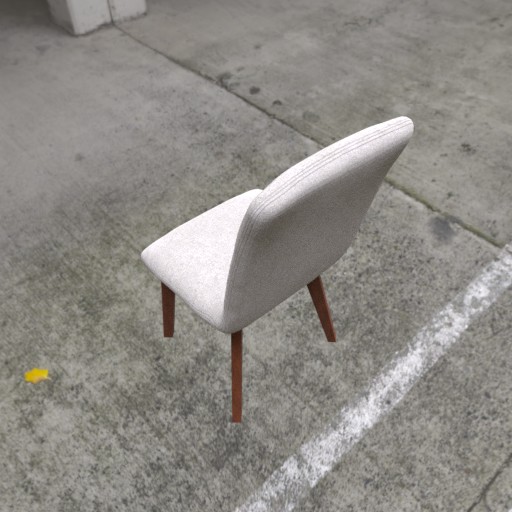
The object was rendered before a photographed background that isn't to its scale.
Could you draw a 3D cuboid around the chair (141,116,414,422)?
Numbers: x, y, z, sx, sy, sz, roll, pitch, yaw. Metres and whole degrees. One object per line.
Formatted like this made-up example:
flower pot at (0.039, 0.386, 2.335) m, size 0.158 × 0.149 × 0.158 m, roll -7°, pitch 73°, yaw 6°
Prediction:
chair at (0.000, 0.000, 1.339) m, size 0.522 × 0.974 × 0.563 m, roll -32°, pitch 54°, yaw -27°
